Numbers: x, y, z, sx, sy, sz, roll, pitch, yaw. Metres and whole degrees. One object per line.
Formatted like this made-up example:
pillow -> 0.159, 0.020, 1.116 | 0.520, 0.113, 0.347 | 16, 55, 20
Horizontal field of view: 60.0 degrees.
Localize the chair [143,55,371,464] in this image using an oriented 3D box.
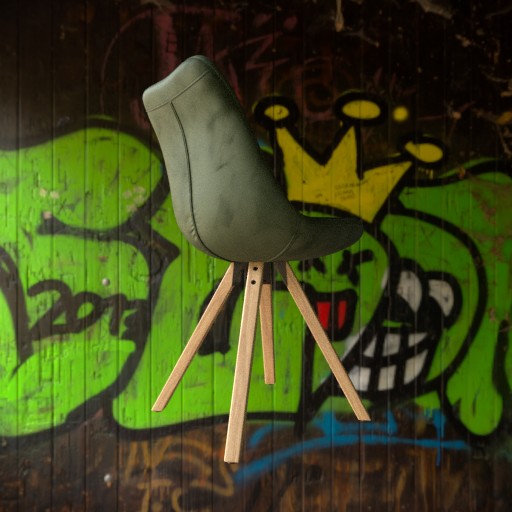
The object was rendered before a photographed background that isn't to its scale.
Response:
chair -> 0.000, 0.000, 1.205 | 0.547, 0.865, 0.483 | 0, 0, -36
